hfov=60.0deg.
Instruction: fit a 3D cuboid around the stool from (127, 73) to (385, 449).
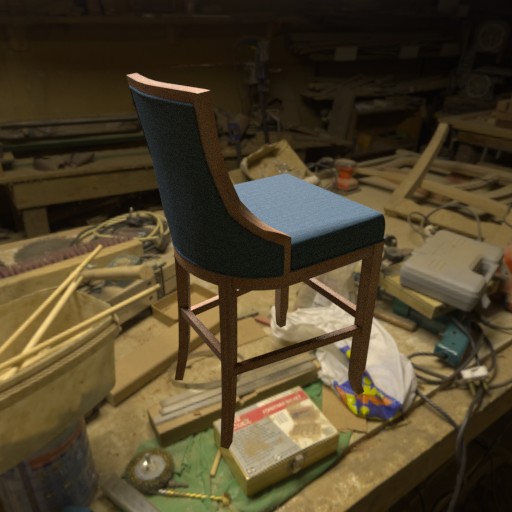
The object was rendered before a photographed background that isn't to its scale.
[{"bbox_3d":[0.000,0.000,1.444,0.626,1.101,0.524,-17,32,-29],"label":"stool"}]
